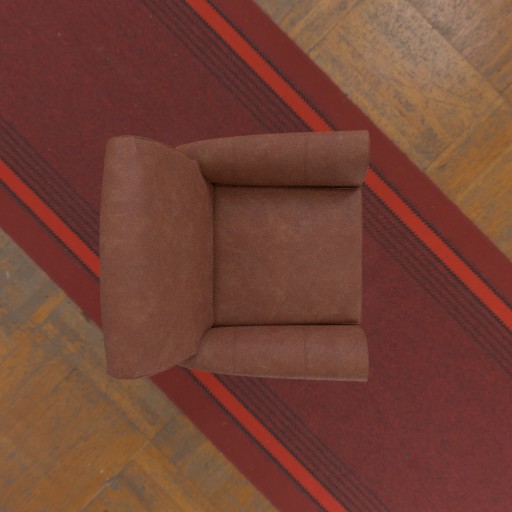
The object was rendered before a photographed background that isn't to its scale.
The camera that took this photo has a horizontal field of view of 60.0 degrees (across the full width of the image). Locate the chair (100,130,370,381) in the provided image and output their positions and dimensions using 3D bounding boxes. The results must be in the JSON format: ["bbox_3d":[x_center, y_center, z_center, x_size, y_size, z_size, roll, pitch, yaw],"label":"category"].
[{"bbox_3d":[0.000,0.000,1.804,0.902,1.061,0.978,0,91,2],"label":"chair"}]
